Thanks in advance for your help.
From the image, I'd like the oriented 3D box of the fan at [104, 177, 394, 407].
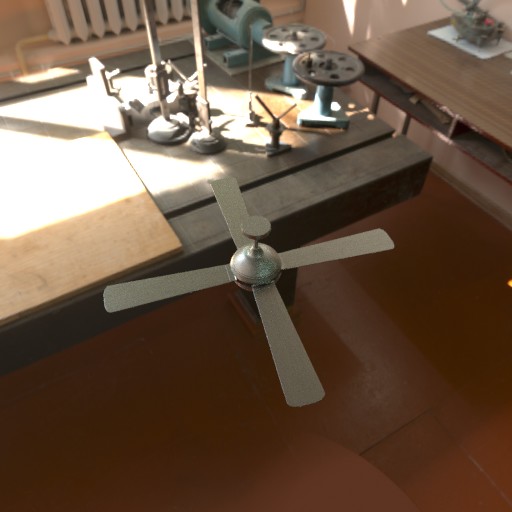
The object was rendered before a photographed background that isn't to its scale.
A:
[{"bbox_3d":[0.000,0.000,2.012,1.321,0.381,1.321,3,48,3],"label":"fan"}]
